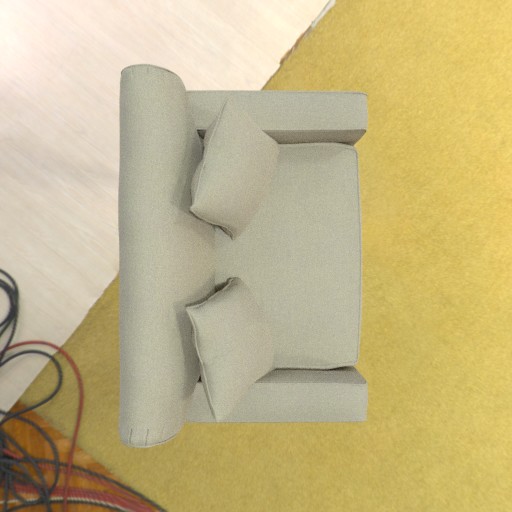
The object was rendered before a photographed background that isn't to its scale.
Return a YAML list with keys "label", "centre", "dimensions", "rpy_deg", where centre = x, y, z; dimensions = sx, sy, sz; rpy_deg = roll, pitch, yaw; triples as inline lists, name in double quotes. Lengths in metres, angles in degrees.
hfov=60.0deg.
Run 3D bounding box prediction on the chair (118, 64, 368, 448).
- label: "chair"
  centre: [0.000, 0.000, 1.992]
  dimensions: [1.000, 0.948, 1.383]
  rpy_deg: [0, 90, -1]
